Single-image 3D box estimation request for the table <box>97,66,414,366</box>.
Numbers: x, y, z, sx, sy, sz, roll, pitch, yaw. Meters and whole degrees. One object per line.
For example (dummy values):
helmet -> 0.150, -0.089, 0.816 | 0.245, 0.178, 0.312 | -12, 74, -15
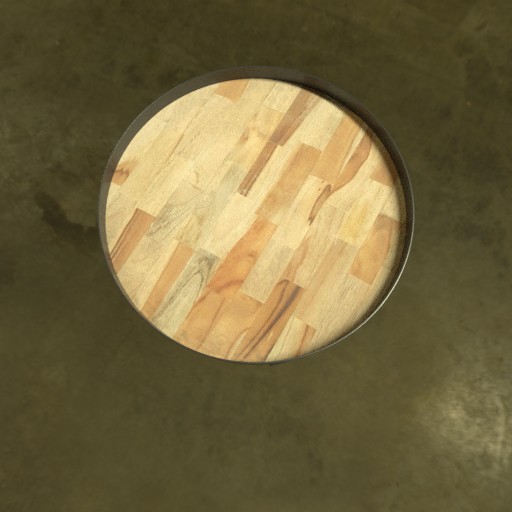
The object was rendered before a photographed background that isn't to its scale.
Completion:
table -> 0.000, 0.000, 0.841 | 0.406, 0.559, 0.406 | 0, 76, 0
